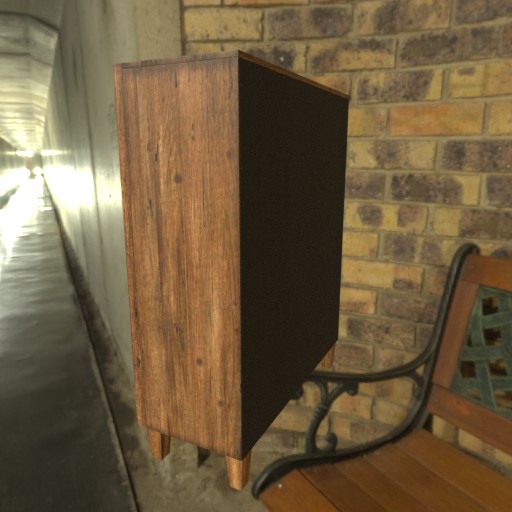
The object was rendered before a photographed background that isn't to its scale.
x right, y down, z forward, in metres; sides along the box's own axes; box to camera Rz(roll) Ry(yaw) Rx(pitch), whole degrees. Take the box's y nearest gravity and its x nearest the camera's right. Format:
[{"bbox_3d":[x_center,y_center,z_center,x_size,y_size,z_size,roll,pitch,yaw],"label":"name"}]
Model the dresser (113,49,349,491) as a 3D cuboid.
[{"bbox_3d":[0.000,0.000,1.853,0.438,1.359,1.067,7,15,26],"label":"dresser"}]
